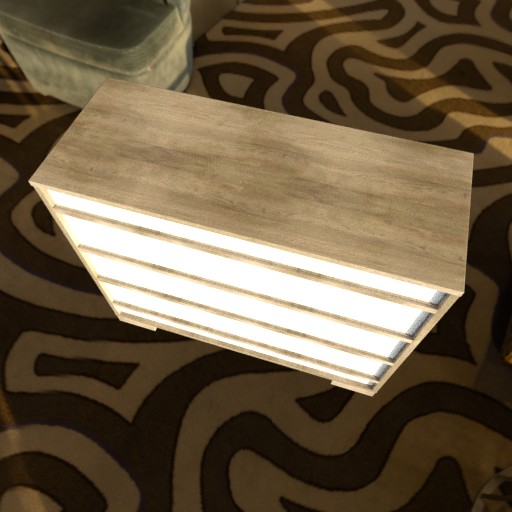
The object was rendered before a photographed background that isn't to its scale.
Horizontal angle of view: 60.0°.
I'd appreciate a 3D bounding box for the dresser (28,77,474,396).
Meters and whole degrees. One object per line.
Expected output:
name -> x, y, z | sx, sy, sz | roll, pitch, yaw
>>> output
dresser -> 0.000, 0.000, 1.409 | 0.994, 0.816, 0.404 | 15, 59, 9
